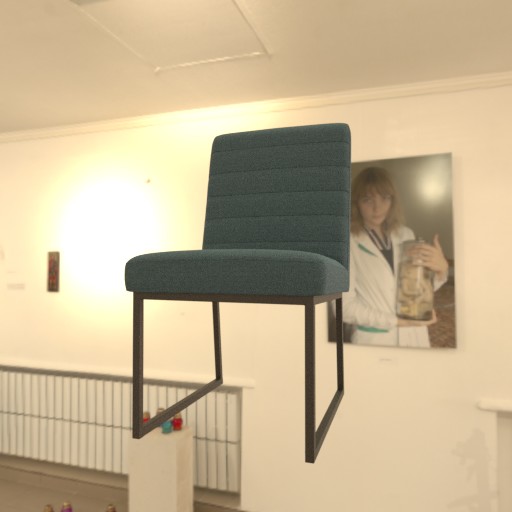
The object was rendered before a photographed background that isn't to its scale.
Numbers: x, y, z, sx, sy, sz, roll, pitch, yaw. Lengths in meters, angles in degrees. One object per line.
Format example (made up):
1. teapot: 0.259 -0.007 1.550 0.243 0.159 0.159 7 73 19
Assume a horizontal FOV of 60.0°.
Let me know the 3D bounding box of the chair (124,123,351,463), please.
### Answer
1. chair: 0.000 0.000 1.340 0.520 0.930 0.634 0 -1 18
